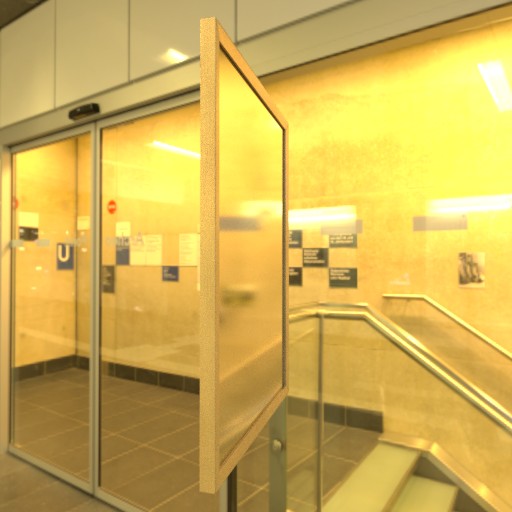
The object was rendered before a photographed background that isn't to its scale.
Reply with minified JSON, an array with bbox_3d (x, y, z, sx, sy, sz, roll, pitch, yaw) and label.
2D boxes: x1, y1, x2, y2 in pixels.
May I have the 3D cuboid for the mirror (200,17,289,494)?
[{"bbox_3d":[0.000,0.000,1.314,0.040,1.016,0.762,0,-1,16],"label":"mirror"}]
